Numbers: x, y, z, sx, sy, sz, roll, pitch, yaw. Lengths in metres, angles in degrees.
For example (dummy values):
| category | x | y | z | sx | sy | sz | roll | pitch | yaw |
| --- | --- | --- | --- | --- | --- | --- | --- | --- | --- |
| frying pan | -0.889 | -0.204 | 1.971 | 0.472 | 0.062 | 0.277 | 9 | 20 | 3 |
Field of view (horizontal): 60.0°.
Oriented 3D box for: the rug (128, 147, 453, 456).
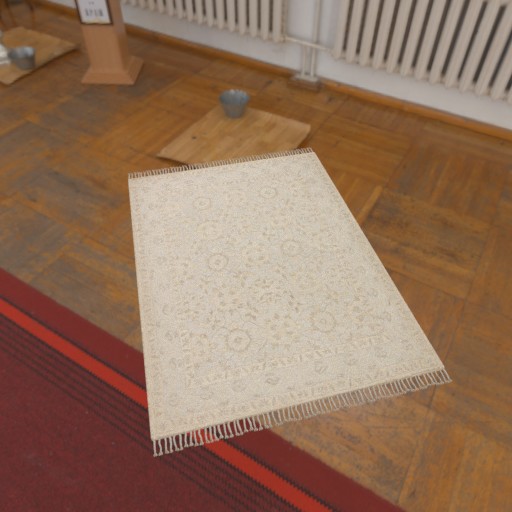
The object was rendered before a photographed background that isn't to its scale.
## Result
| category | x | y | z | sx | sy | sz | roll | pitch | yaw |
| --- | --- | --- | --- | --- | --- | --- | --- | --- | --- |
| rug | 0.000 | 0.000 | 2.309 | 1.223 | 0.015 | 1.771 | -10 | 48 | -10 |
